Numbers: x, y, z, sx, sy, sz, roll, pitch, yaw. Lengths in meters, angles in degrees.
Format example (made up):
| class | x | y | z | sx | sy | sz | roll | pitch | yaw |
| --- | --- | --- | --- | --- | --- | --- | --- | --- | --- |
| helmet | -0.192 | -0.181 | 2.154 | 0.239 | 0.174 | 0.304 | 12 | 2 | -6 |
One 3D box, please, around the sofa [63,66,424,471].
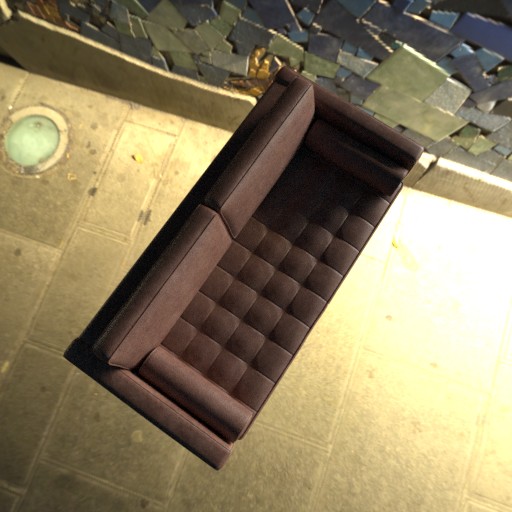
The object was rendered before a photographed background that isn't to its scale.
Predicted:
| class | x | y | z | sx | sy | sz | roll | pitch | yaw |
| --- | --- | --- | --- | --- | --- | --- | --- | --- | --- |
| sofa | 0.000 | 0.000 | 2.322 | 0.910 | 0.760 | 1.870 | 33 | 78 | 8 |
